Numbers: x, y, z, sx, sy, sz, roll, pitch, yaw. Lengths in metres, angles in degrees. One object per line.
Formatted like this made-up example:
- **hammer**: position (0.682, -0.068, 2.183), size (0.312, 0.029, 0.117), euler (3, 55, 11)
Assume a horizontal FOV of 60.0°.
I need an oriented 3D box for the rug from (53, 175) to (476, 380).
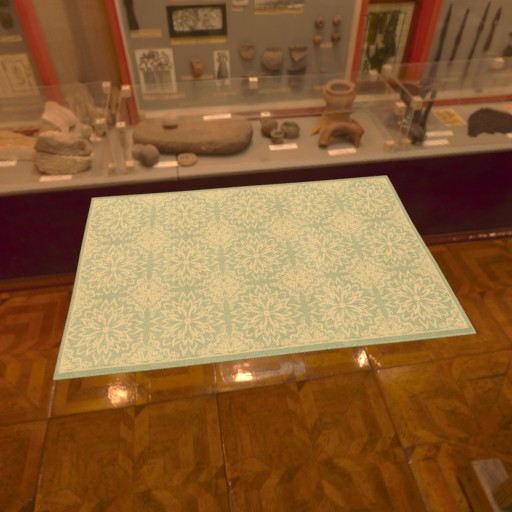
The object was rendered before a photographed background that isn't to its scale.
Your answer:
- **rug**: position (0.000, 0.000, 3.476), size (2.746, 0.018, 1.819), euler (-5, 46, -5)
